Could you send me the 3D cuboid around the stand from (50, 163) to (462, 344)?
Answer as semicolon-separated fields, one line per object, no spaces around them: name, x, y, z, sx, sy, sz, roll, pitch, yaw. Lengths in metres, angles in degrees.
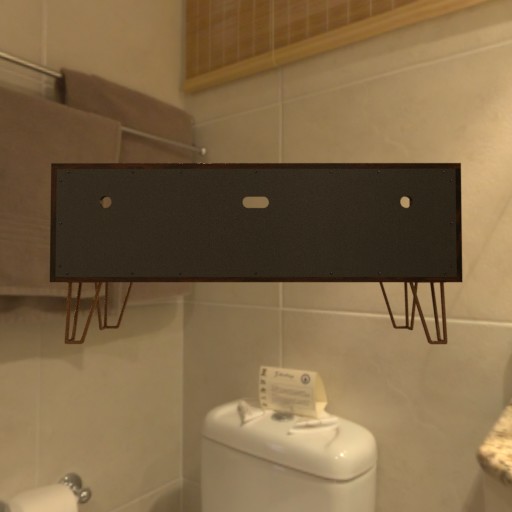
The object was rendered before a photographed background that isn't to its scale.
stand;0.000;0.000;1.714;1.372;0.610;0.481;0;-2;0
